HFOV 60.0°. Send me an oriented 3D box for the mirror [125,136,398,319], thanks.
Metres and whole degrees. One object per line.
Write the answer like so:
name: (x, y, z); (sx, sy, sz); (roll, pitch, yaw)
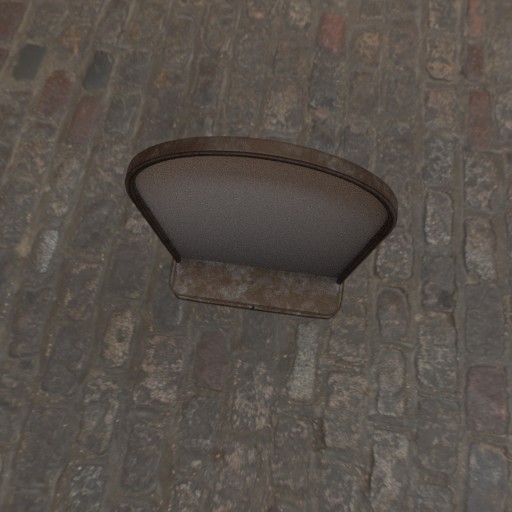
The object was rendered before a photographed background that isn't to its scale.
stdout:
mirror: (0.000, 0.000, 0.971); (0.510, 0.770, 0.137); (8, 75, 2)
